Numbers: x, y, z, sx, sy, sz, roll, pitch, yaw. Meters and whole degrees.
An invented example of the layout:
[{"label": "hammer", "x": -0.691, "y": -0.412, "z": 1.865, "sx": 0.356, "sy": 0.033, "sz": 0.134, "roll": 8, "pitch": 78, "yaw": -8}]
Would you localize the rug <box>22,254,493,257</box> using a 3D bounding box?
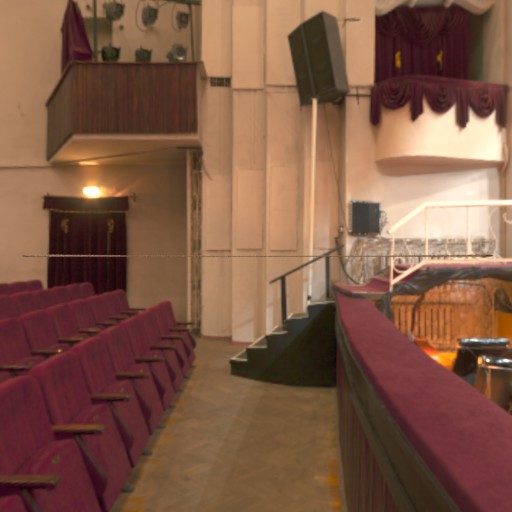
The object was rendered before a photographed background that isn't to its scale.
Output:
[{"label": "rug", "x": 0.000, "y": 0.000, "z": 3.818, "sx": 3.040, "sy": 0.017, "sz": 2.030, "roll": 0, "pitch": 0, "yaw": 0}]
